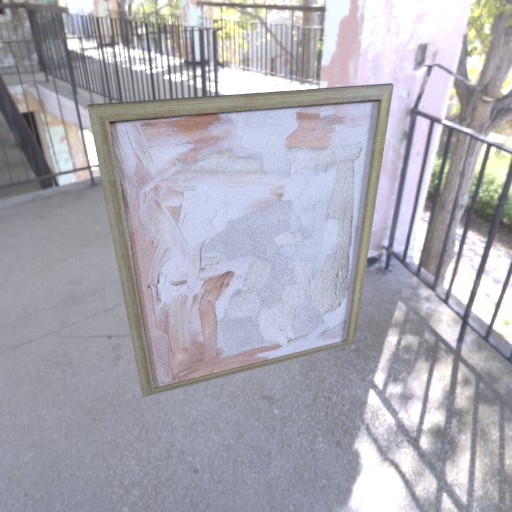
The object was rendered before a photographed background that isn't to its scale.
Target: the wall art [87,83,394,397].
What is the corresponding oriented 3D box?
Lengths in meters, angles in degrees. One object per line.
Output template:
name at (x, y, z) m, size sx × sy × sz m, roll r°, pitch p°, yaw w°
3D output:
wall art at (0.000, 0.000, 0.942) m, size 0.559 × 0.660 × 0.018 m, roll -10°, pitch 33°, yaw -16°
